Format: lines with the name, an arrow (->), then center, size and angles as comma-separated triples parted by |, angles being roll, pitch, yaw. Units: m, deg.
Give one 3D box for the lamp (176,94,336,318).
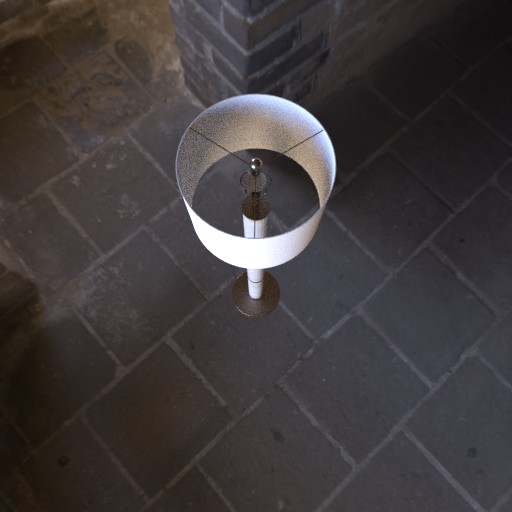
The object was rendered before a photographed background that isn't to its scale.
lamp -> 0.000, 0.000, 1.797 | 0.377, 1.599, 0.377 | 1, 74, 0
